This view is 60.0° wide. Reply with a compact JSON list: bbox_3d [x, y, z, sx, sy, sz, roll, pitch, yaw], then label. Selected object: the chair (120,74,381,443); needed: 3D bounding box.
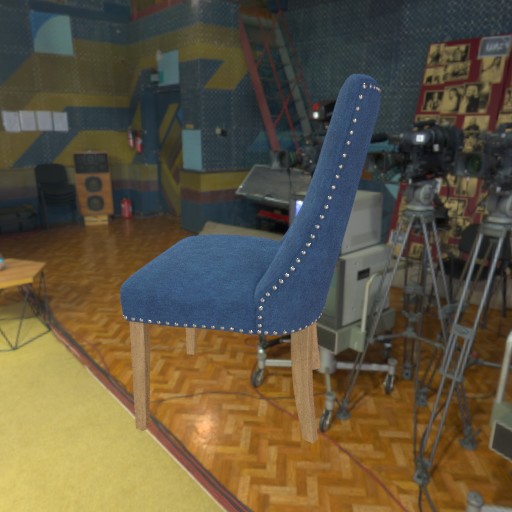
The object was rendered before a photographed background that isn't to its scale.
[{"bbox_3d":[0.000,0.000,1.245,0.610,0.902,0.495,3,16,10],"label":"chair"}]
